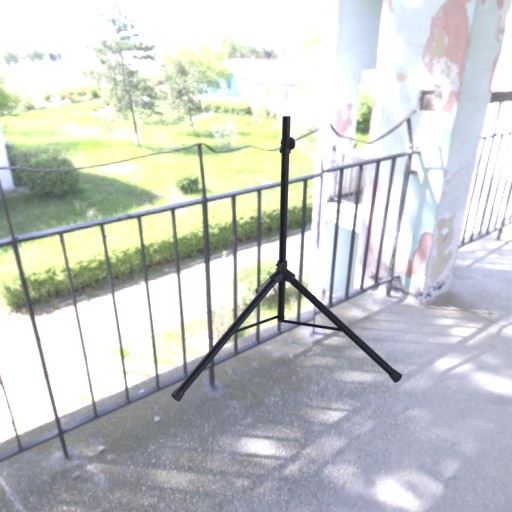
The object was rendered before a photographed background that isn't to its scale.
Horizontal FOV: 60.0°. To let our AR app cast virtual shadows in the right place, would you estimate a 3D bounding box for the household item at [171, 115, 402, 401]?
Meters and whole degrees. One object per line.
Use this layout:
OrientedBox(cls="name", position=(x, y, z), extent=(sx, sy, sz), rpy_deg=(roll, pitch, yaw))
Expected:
OrientedBox(cls="household item", position=(0.000, 0.000, 1.913), extent=(0.907, 1.136, 1.045), rpy_deg=(-18, 31, -33))
